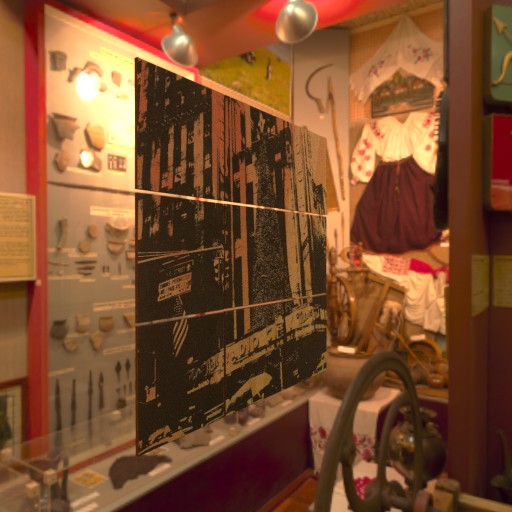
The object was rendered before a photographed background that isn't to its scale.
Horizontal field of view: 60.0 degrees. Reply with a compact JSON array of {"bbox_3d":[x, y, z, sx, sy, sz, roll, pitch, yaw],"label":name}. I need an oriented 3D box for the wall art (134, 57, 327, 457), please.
[{"bbox_3d":[0.000,0.000,1.838,0.013,1.216,1.216,0,1,37],"label":"wall art"}]
